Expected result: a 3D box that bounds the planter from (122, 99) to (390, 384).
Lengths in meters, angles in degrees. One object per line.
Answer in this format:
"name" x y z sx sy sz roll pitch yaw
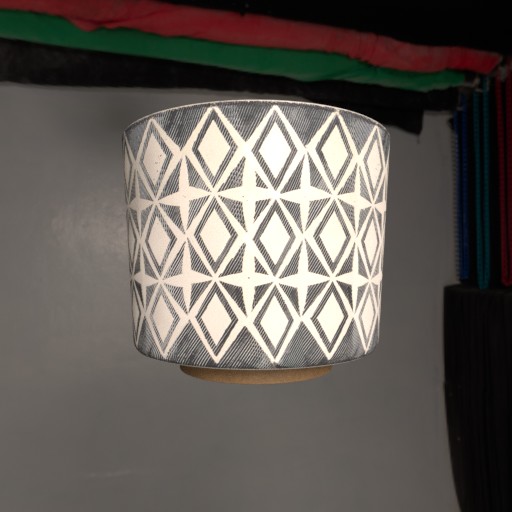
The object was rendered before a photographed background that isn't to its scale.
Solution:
"planter" 0.000 0.000 0.446 0.260 0.220 0.260 0 -2 0
